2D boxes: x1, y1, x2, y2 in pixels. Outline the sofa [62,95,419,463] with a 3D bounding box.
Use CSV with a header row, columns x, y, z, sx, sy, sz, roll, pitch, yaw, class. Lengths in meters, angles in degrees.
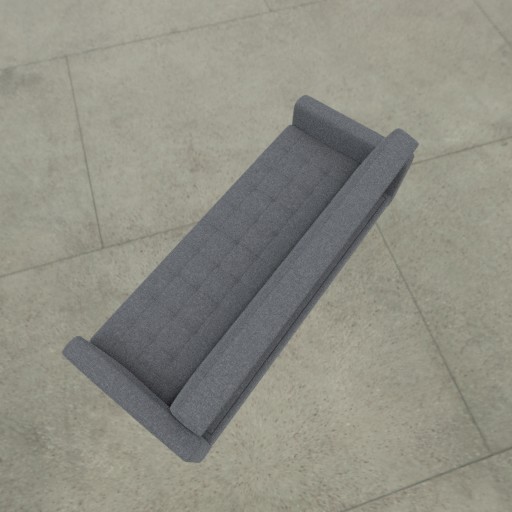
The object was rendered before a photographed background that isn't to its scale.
x,y,z,sx,sy,sz,roll,pitch,yaw,class
0.000,0.000,2.459,0.810,0.850,2.040,34,69,15,sofa
